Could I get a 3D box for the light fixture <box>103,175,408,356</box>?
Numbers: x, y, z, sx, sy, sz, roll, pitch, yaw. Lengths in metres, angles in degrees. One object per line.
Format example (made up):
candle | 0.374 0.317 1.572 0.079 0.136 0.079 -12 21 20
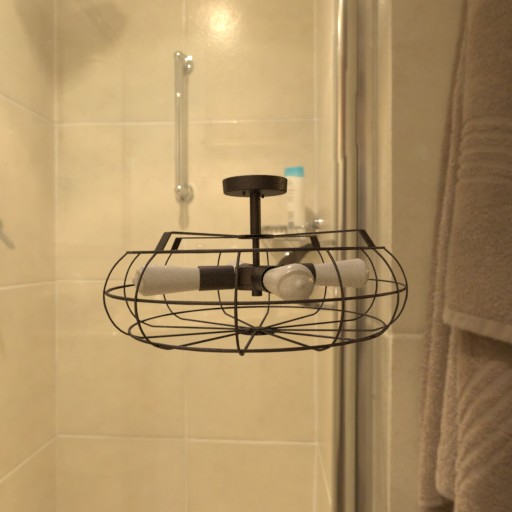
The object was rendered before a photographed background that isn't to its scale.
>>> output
light fixture | 0.000 0.000 0.901 0.582 0.311 0.582 0 0 0
